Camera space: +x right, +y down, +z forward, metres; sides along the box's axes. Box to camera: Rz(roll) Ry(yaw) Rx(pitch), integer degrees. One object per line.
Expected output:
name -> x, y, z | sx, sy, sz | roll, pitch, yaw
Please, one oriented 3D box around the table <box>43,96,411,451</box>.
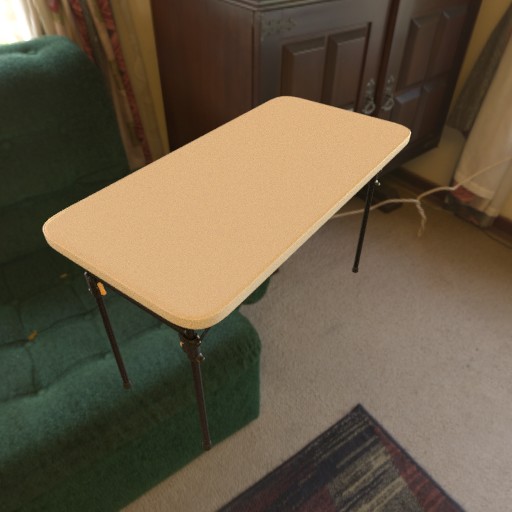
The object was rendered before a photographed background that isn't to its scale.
table -> 0.000, 0.000, 1.660 | 0.610, 0.729, 1.219 | 25, 46, 27
